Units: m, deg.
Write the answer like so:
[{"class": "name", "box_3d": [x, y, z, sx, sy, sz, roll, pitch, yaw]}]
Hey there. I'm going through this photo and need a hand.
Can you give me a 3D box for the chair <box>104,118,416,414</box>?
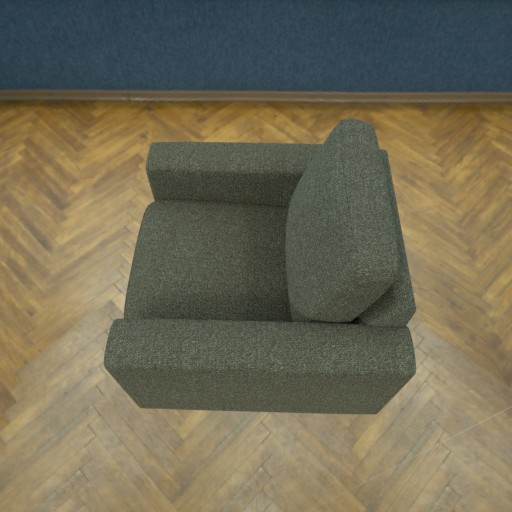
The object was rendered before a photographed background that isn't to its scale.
[{"class": "chair", "box_3d": [0.000, 0.000, 1.736, 1.016, 0.873, 1.005, 1, 58, 1]}]
